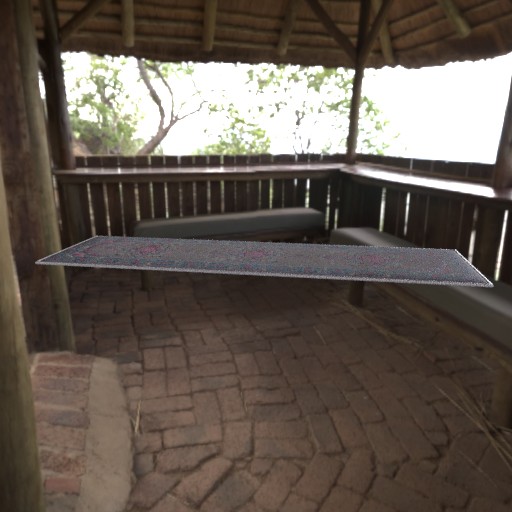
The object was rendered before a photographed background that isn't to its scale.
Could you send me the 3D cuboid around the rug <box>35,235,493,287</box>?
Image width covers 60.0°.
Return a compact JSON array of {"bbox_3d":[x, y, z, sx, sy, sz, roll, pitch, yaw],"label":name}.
[{"bbox_3d":[0.000,0.000,2.501,2.297,0.019,0.659,3,15,9],"label":"rug"}]
